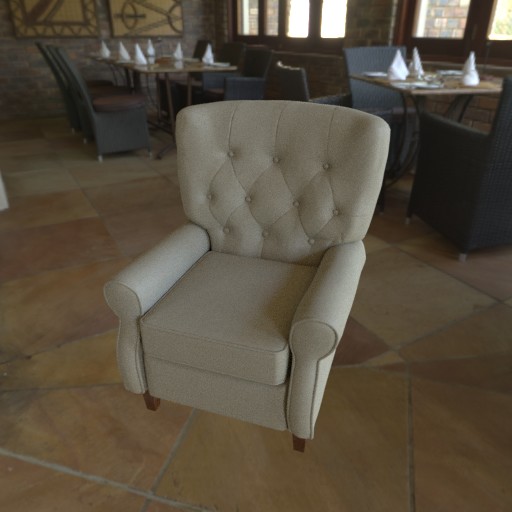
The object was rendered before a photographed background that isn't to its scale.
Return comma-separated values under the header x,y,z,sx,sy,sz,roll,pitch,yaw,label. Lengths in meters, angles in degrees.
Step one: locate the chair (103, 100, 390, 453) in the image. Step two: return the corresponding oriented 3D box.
x,y,z,sx,sy,sz,roll,pitch,yaw,label
0.000,0.000,1.889,0.943,1.158,1.059,9,28,17,chair
